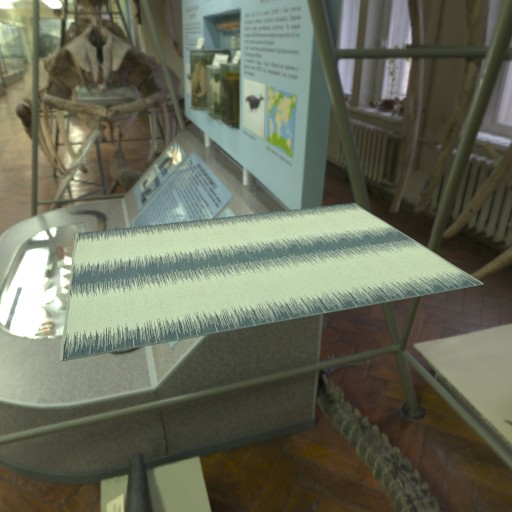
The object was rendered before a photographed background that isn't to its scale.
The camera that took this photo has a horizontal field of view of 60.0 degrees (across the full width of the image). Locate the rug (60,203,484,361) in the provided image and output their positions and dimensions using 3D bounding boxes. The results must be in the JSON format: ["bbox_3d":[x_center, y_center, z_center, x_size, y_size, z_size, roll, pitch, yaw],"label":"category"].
[{"bbox_3d":[0.000,0.000,2.346,1.854,0.006,1.234,-8,26,-16],"label":"rug"}]
